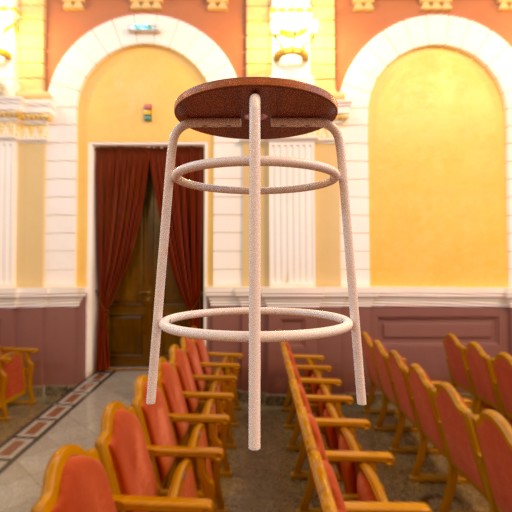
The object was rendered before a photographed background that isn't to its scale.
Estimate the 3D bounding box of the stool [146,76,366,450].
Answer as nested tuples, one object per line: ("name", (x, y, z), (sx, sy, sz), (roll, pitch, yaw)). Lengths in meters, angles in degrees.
("stool", (0.000, 0.000, 0.919), (0.455, 0.610, 0.455), (0, -1, 1))
